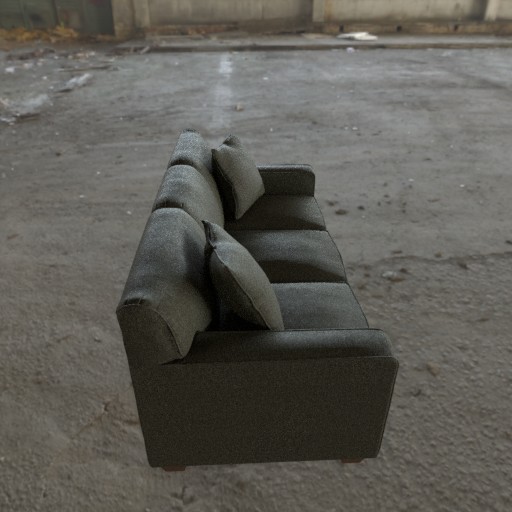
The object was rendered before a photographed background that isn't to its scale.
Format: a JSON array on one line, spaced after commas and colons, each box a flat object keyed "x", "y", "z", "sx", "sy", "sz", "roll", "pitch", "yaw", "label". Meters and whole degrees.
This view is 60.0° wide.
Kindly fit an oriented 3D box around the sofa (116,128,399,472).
[{"x": 0.000, "y": 0.000, "z": 2.475, "sx": 0.997, "sy": 0.958, "sz": 2.024, "roll": -1, "pitch": 31, "yaw": -2, "label": "sofa"}]
